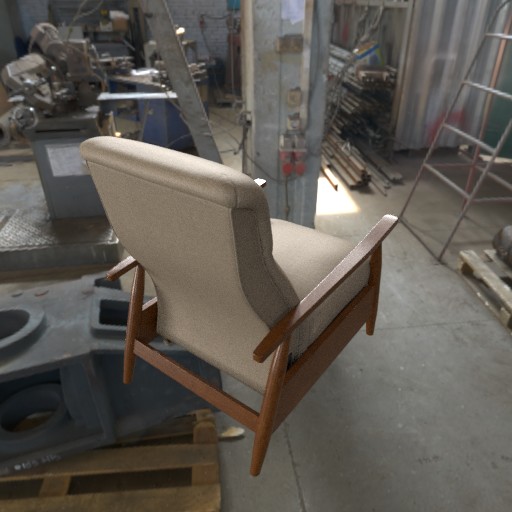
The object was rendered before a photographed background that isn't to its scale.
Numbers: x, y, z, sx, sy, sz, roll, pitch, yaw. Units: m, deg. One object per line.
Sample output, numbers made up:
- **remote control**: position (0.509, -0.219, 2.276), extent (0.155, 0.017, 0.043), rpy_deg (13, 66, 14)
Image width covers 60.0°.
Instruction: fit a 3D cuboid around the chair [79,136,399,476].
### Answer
- **chair**: position (0.000, 0.000, 1.786), extent (0.762, 1.082, 1.032), rpy_deg (21, 37, 32)
